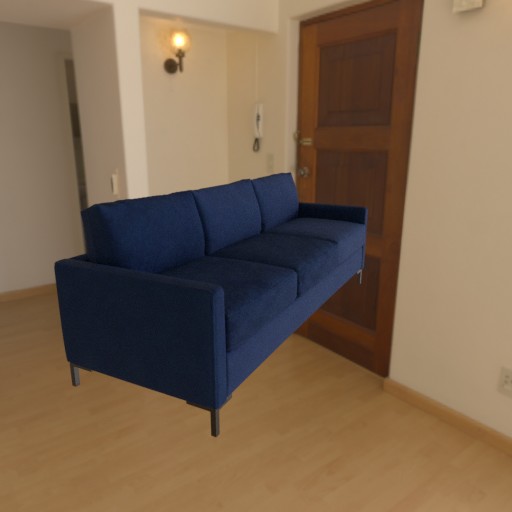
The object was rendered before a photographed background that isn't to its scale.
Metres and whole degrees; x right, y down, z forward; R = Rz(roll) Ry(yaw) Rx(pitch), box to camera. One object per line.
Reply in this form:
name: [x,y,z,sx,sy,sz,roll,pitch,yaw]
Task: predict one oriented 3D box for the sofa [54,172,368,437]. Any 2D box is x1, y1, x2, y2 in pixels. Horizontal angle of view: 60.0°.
sofa: [0.000,0.000,2.756,0.875,0.879,2.252,8,17,27]
